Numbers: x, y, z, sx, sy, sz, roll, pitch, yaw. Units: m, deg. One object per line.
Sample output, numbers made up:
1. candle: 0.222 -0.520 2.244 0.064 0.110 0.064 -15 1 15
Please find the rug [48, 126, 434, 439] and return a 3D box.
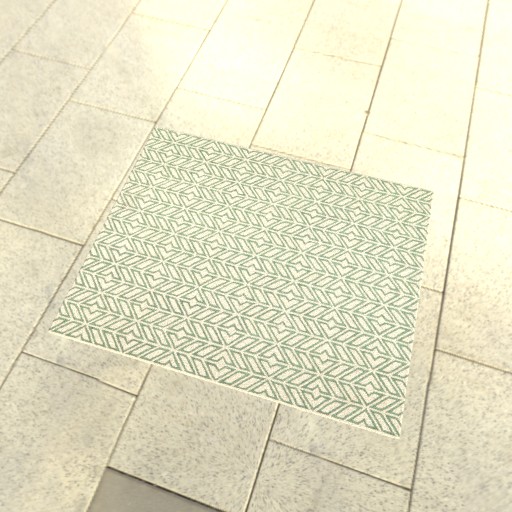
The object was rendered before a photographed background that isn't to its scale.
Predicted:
1. rug: 0.000 0.000 4.175 3.050 0.017 2.441 15 64 7
